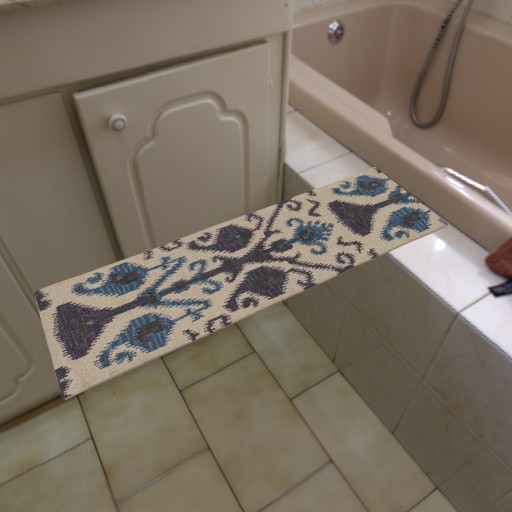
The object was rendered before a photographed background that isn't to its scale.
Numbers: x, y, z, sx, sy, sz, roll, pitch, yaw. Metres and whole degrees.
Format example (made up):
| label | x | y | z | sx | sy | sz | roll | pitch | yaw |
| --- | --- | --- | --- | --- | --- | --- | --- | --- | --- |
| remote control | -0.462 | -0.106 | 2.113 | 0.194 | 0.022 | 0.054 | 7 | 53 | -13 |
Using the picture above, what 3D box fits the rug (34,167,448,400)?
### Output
| label | x | y | z | sx | sy | sz | roll | pitch | yaw |
| --- | --- | --- | --- | --- | --- | --- | --- | --- | --- |
| rug | 0.000 | 0.000 | 2.509 | 2.301 | 0.017 | 0.692 | -22 | 50 | -20 |
